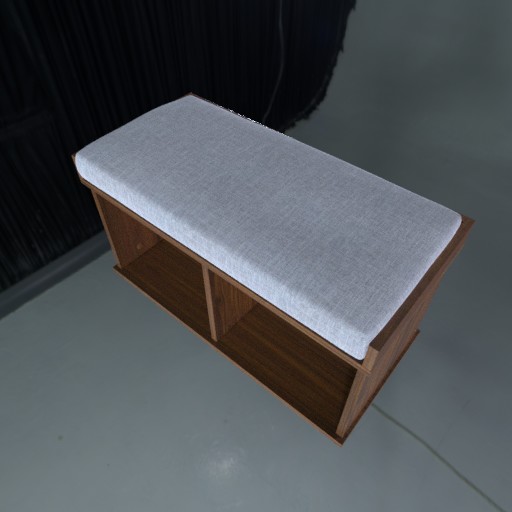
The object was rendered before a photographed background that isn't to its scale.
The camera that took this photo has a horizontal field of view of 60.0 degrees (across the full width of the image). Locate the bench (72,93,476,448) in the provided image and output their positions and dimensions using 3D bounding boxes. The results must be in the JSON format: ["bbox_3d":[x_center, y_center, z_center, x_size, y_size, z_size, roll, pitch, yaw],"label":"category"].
[{"bbox_3d":[0.000,0.000,1.015,0.734,0.461,0.362,32,55,26],"label":"bench"}]
